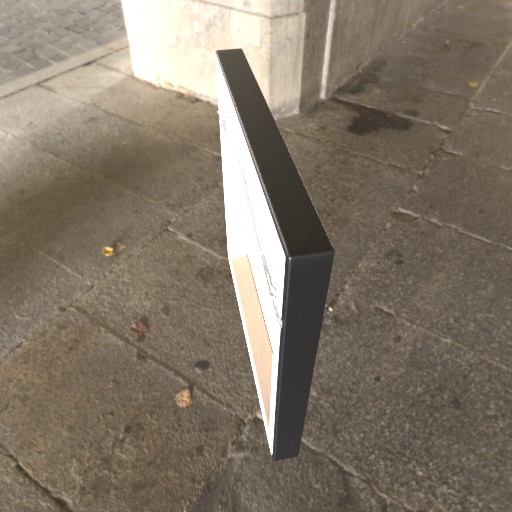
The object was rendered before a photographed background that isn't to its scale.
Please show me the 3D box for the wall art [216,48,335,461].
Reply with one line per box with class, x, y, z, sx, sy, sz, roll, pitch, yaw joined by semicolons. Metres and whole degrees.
wall art;0.000;0.000;0.612;0.041;0.407;0.406;-8;46;-8
